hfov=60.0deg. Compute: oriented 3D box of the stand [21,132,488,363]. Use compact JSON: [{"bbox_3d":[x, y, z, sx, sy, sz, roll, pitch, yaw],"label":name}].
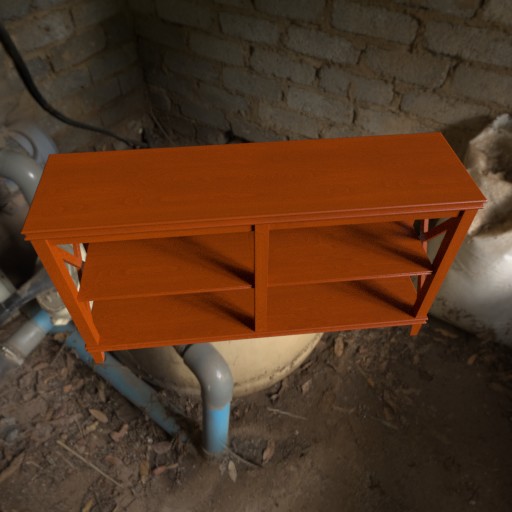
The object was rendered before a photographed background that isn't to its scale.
[{"bbox_3d":[0.000,0.000,1.701,1.372,0.762,0.381,-4,48,-4],"label":"stand"}]
